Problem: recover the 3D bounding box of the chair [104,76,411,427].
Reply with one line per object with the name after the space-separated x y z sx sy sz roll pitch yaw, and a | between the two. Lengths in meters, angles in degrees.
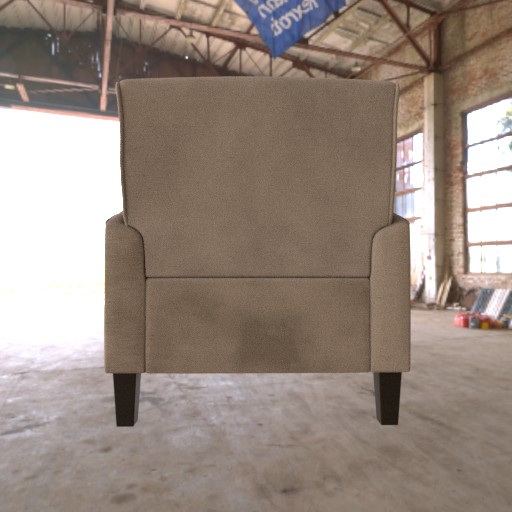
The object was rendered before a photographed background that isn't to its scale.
0.000 0.000 1.518 0.820 0.915 0.821 0 -1 -1 | chair
